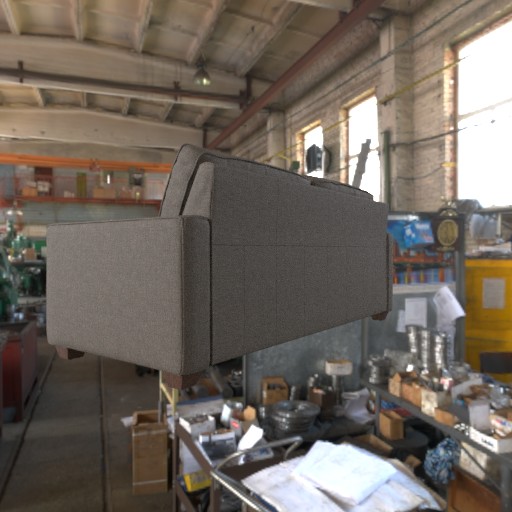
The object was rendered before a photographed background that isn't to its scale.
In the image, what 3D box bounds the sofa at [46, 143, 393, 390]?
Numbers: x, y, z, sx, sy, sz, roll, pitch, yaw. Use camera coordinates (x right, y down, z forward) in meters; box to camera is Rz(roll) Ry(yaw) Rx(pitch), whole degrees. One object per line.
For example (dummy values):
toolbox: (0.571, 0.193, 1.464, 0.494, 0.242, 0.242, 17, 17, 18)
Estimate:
sofa: (0.000, 0.000, 2.582, 0.940, 0.919, 2.080, 1, 1, 37)
